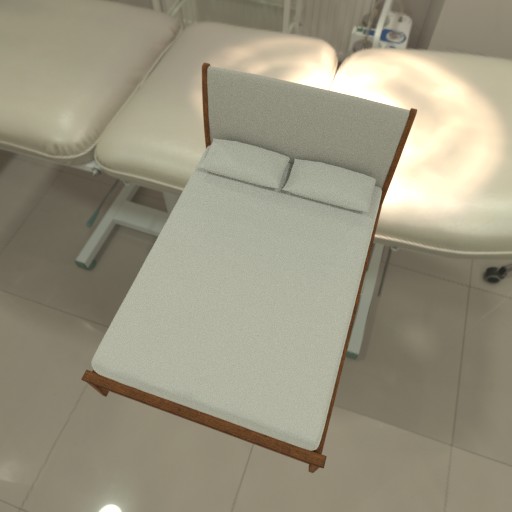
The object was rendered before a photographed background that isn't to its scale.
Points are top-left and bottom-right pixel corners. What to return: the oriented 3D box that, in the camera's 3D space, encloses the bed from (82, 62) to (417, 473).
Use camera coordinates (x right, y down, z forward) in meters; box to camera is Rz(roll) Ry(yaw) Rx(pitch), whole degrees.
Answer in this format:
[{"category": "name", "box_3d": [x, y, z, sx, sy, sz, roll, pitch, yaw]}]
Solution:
[{"category": "bed", "box_3d": [0.000, 0.000, 2.894, 1.502, 1.135, 2.108, 16, 60, 10]}]
